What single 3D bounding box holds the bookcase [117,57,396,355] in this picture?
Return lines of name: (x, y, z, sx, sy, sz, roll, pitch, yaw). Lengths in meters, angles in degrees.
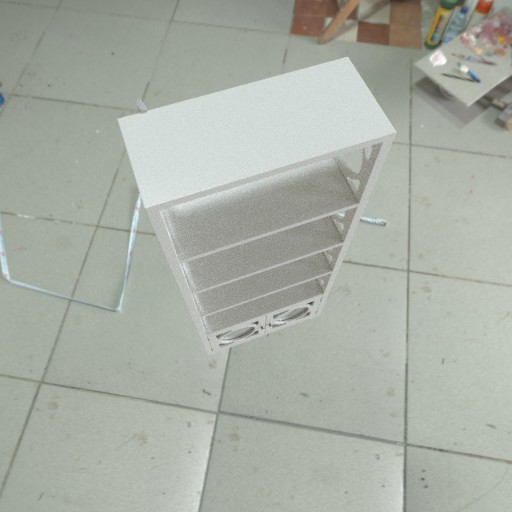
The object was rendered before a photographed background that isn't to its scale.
bookcase: (0.000, 0.000, 2.117, 0.761, 1.869, 0.361, -18, 66, -9)
